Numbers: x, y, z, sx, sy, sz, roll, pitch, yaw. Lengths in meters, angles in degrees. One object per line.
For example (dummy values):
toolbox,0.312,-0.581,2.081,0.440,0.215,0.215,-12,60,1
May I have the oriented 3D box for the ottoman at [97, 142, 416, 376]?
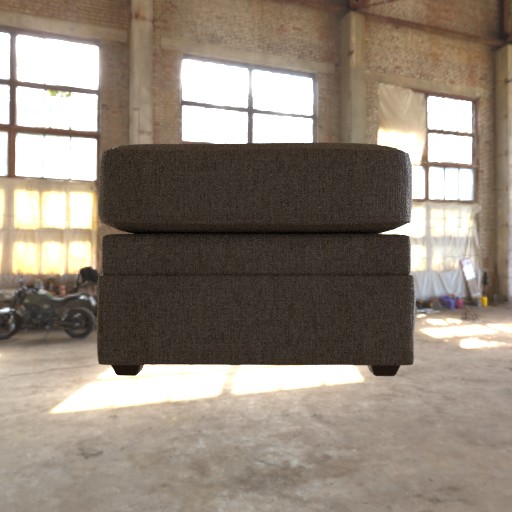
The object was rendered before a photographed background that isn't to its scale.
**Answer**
ottoman,0.000,0.000,1.267,0.637,0.478,0.885,0,0,0
